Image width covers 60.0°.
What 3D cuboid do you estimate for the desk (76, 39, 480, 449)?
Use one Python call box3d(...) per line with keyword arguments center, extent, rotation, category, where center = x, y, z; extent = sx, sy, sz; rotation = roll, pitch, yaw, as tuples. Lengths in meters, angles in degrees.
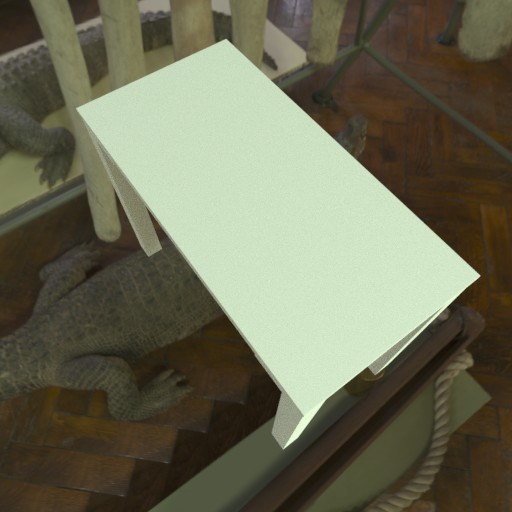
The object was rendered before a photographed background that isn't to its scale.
box3d(center=(0.000, 0.000, 1.427), extent=(0.497, 0.762, 0.990), rotation=(-33, 67, -16), category="desk")
